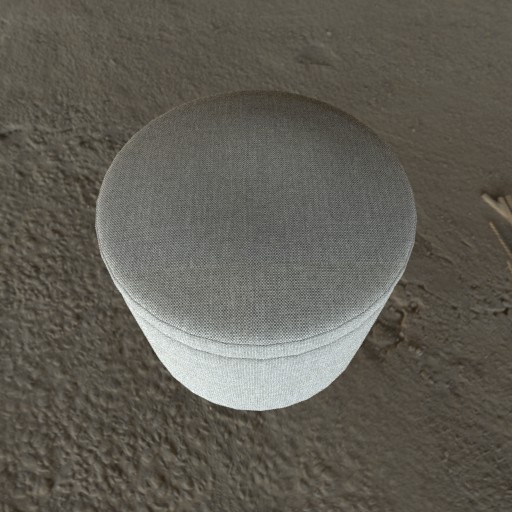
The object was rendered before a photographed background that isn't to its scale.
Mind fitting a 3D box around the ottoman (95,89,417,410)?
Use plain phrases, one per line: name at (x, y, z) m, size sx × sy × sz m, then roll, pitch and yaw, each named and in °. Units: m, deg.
ottoman at (0.000, 0.000, 0.854) m, size 0.500 × 0.419 × 0.500 m, roll 0°, pitch 59°, yaw 0°
